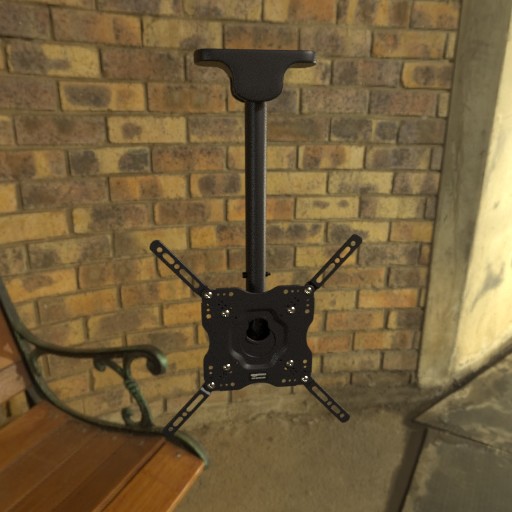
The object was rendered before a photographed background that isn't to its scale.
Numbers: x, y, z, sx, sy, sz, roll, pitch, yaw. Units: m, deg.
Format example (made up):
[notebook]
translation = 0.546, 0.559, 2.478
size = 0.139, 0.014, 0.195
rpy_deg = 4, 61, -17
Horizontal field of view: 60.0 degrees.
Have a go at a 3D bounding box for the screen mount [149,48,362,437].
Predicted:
[screen mount]
translation = 0.000, 0.000, 0.864
size = 0.393, 0.729, 0.090
rpy_deg = -2, 16, -7
